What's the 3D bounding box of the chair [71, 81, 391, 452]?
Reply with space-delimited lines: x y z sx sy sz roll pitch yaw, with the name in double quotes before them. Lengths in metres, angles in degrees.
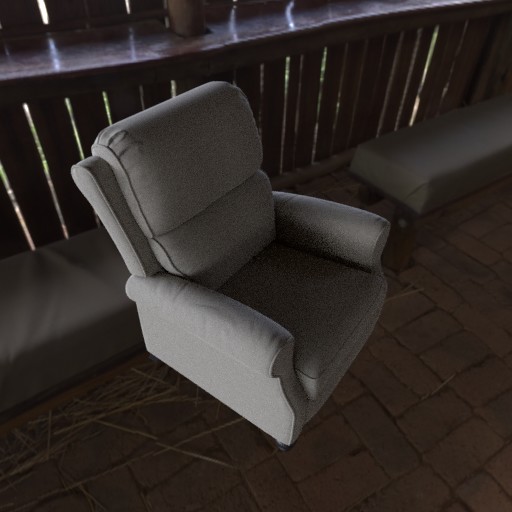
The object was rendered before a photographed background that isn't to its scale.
"chair" 0.000 0.000 1.726 0.919 1.046 0.859 26 47 27
